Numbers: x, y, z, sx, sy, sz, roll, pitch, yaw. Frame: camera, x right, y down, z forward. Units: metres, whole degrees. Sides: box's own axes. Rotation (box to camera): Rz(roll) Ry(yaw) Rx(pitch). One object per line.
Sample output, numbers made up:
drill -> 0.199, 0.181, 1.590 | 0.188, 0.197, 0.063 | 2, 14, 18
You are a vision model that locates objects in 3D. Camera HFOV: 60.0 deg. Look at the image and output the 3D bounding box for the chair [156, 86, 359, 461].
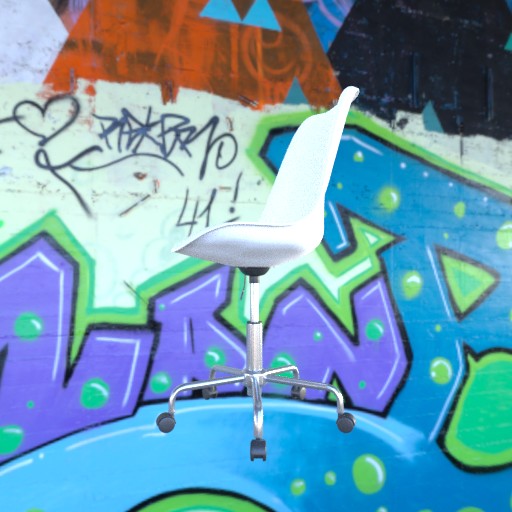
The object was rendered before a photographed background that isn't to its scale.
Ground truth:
chair -> 0.000, 0.000, 1.262 | 0.550, 0.930, 0.550 | 1, -2, -18
